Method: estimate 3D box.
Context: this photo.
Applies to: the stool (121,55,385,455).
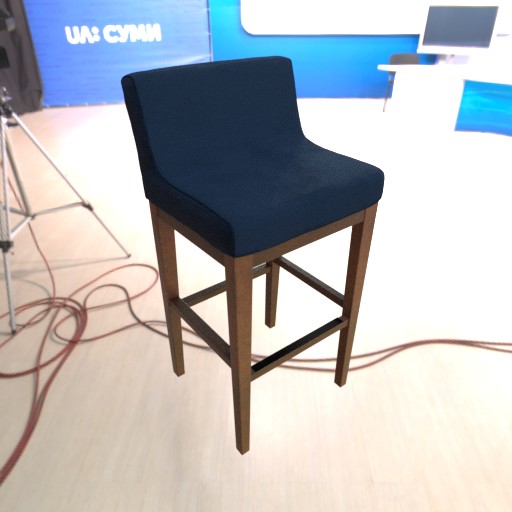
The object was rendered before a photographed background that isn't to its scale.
[{"bbox_3d":[0.000,0.000,1.336,0.511,1.037,0.500,-22,38,-31],"label":"stool"}]
